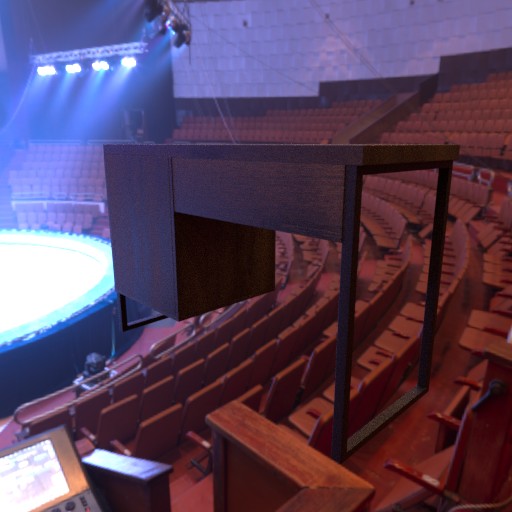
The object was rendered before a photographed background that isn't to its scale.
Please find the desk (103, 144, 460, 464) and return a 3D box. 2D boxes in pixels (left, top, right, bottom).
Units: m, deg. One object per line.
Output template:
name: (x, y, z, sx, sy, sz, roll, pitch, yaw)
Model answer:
desk: (0.000, 0.000, 1.539, 0.511, 0.752, 1.134, -13, 20, -42)
